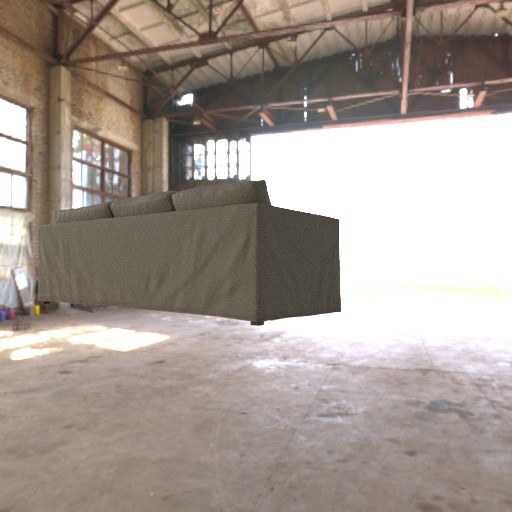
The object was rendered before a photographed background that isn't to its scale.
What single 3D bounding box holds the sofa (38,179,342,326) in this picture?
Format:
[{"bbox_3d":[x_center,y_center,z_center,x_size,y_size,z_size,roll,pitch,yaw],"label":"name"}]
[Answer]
[{"bbox_3d":[0.000,0.000,4.420,2.432,0.871,3.182,-1,-1,37],"label":"sofa"}]
